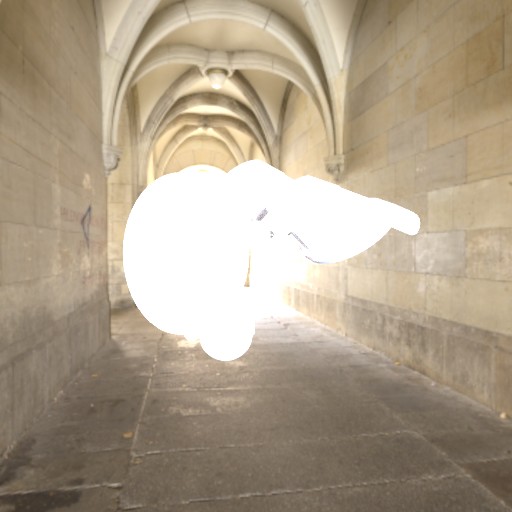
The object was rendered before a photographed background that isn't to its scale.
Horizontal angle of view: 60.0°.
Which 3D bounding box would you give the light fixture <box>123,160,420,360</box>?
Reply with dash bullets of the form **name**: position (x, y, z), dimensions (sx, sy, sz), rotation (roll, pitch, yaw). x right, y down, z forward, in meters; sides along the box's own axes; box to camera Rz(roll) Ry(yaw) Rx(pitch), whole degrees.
- **light fixture**: position (0.000, 0.000, 0.555), dimensions (0.369, 0.237, 0.278), rotation (0, 1, 36)
